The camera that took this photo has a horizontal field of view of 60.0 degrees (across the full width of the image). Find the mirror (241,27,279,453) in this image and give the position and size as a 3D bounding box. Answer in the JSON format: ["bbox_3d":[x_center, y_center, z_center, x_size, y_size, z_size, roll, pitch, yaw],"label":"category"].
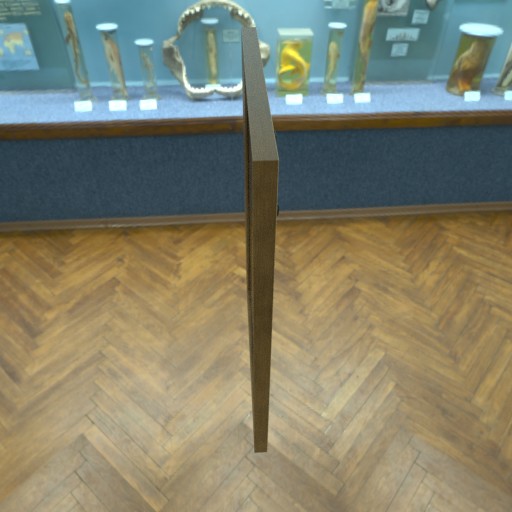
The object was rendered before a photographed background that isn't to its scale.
[{"bbox_3d":[0.000,0.000,1.137,0.040,0.915,0.609,-2,43,-2],"label":"mirror"}]
